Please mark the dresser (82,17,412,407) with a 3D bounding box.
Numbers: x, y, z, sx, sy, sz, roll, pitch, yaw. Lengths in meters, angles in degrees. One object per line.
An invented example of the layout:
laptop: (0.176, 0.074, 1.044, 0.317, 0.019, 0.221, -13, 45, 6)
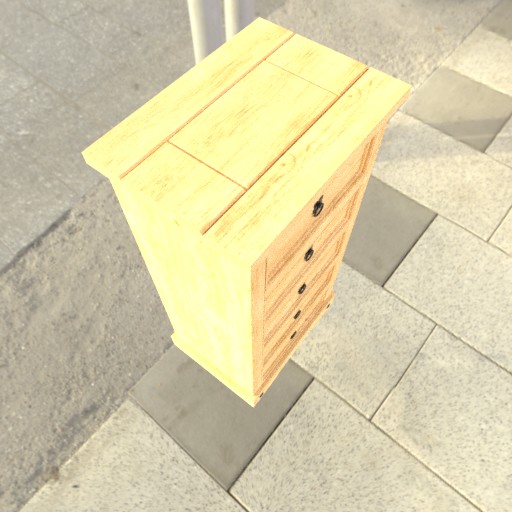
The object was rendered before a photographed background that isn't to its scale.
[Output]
dresser: (0.000, 0.000, 1.298, 0.390, 1.041, 0.531, 34, 65, 18)
